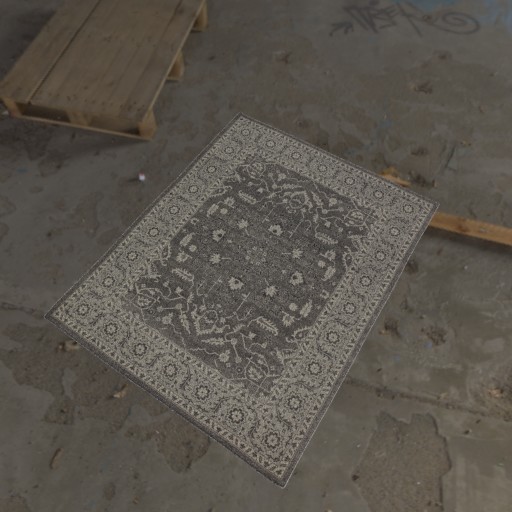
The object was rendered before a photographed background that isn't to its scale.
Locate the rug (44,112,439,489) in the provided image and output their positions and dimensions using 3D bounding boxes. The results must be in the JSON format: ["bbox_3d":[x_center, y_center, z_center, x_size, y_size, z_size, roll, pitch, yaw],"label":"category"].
[{"bbox_3d":[0.000,0.000,4.174,2.451,0.026,3.069,29,64,16],"label":"rug"}]
